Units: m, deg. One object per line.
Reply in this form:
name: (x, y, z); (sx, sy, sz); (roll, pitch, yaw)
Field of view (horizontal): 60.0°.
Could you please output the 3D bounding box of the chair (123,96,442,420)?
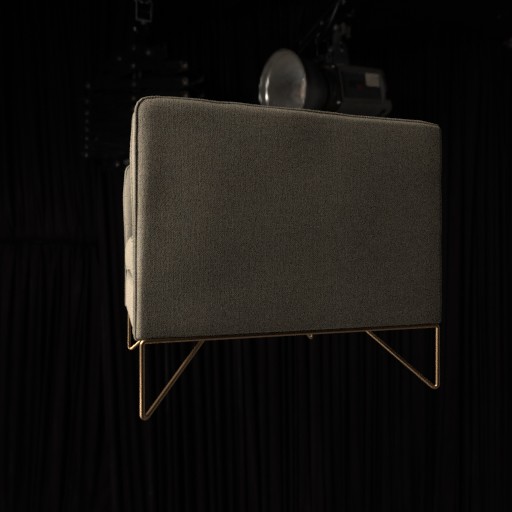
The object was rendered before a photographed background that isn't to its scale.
chair: (0.000, 0.000, 1.616); (0.912, 0.799, 0.920); (0, 0, -18)
